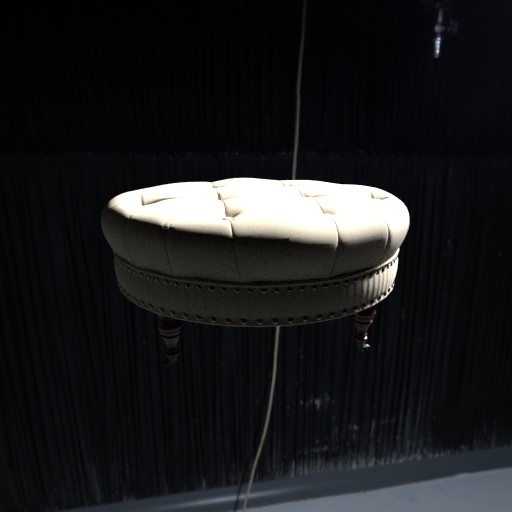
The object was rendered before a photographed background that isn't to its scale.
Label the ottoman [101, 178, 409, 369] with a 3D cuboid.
[{"bbox_3d":[0.000,0.000,1.400,0.901,0.439,0.901,0,16,0],"label":"ottoman"}]
